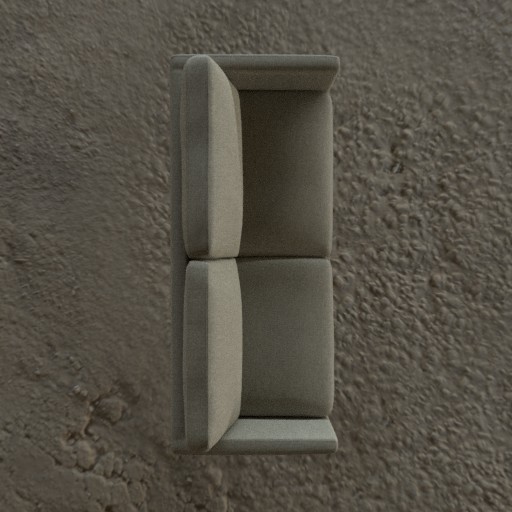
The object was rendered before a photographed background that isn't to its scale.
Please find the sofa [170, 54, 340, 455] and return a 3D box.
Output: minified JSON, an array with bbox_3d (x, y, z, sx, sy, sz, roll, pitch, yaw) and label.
[{"bbox_3d":[0.000,0.000,2.688,0.956,0.960,2.208,0,91,-1],"label":"sofa"}]
